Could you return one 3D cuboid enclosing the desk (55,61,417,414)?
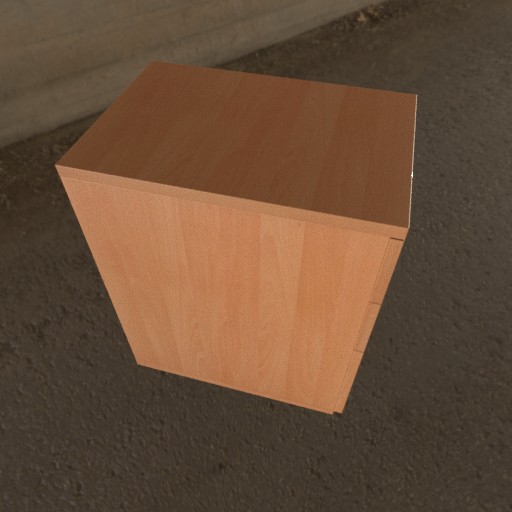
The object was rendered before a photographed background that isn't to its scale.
[{"bbox_3d":[0.000,0.000,1.104,0.600,0.730,0.404,11,49,10],"label":"desk"}]
